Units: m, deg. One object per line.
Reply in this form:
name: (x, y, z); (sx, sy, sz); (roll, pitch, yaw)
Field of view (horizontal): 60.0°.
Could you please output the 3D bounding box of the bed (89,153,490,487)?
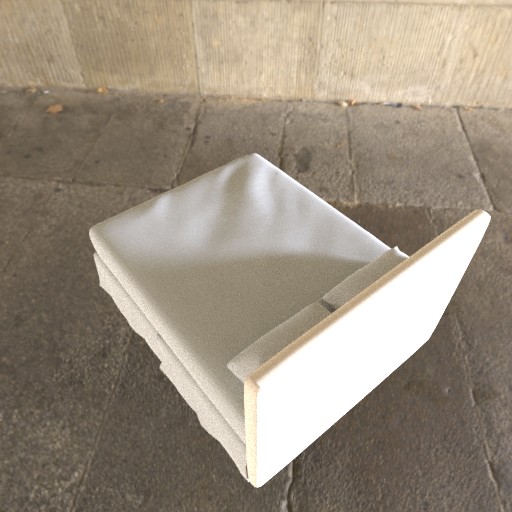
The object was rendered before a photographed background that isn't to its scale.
bed: (0.000, 0.000, 3.117); (1.748, 1.330, 2.142); (-30, 54, -25)
